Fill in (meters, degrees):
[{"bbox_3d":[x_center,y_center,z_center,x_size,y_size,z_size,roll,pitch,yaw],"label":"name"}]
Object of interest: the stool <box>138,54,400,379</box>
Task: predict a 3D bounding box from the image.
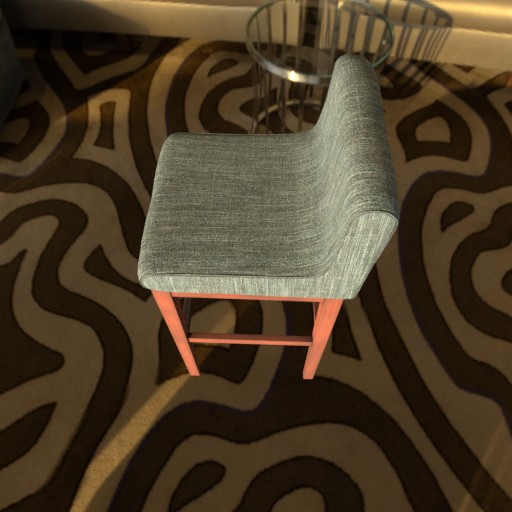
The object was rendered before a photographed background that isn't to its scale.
[{"bbox_3d":[0.000,0.000,1.223,0.499,0.965,0.426,1,58,1],"label":"stool"}]
